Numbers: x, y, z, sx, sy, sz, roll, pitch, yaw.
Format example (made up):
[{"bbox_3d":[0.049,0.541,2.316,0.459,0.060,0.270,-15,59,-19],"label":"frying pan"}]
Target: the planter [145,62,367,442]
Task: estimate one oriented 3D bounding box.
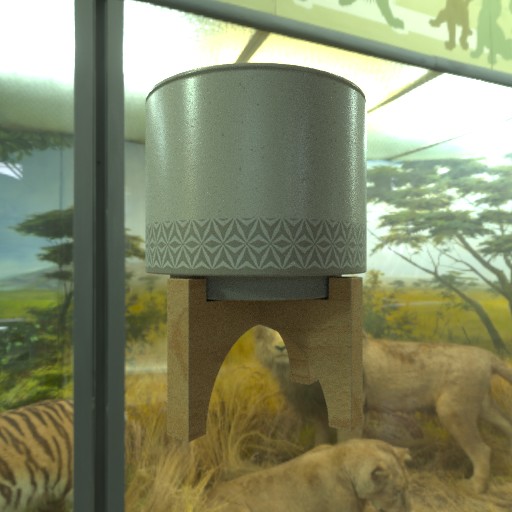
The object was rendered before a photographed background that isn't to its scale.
[{"bbox_3d":[0.000,0.000,0.267,0.130,0.178,0.130,0,0,0],"label":"planter"}]
